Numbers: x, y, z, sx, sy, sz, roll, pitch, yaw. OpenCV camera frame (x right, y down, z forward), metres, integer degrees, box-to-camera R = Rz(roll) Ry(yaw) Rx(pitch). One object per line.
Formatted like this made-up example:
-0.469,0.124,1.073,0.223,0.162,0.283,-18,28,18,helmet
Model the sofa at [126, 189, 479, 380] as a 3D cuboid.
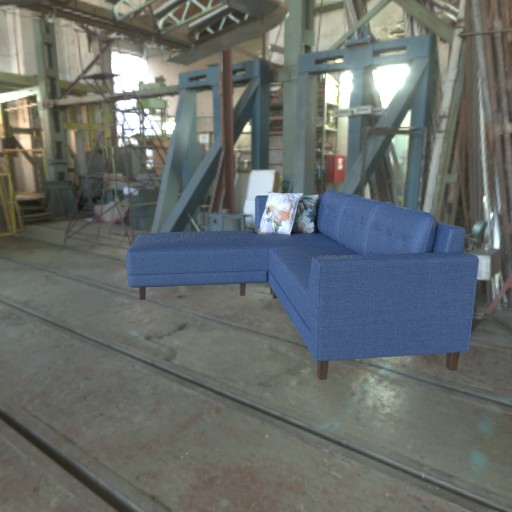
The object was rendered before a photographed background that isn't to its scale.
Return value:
0.000,0.000,3.029,1.829,0.787,2.120,-2,13,-8,sofa
